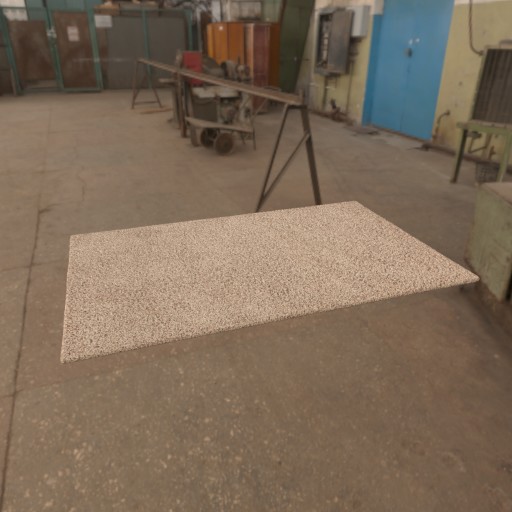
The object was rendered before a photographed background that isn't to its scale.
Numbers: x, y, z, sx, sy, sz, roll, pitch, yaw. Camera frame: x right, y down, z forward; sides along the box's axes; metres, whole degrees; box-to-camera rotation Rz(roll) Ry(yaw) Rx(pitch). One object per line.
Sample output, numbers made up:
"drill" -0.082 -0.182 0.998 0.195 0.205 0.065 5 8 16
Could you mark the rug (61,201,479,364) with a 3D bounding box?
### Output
"rug" 0.000 0.000 3.052 2.438 0.030 1.524 -9 28 -17
